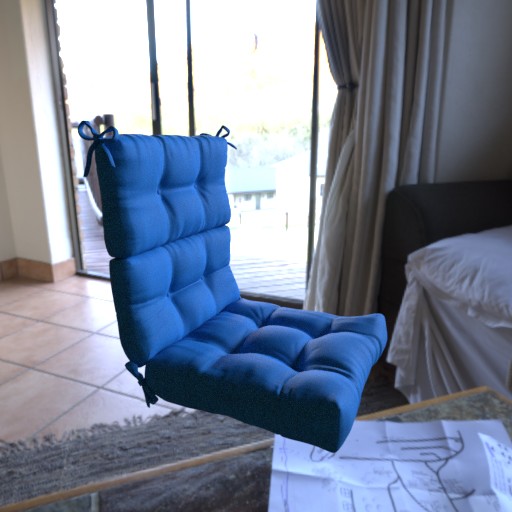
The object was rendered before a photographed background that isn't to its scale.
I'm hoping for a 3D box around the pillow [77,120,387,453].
[{"bbox_3d":[0.000,0.000,1.038,0.571,0.605,0.519,7,16,24],"label":"pillow"}]
